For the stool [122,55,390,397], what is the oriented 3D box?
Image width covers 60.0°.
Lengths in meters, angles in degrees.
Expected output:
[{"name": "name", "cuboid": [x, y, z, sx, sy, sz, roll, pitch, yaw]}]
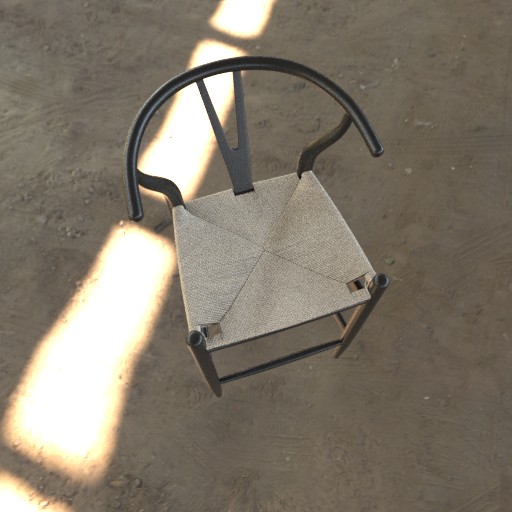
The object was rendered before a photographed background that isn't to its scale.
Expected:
[{"name": "stool", "cuboid": [0.000, 0.000, 1.341, 0.569, 0.970, 0.579, -16, 65, -8]}]
